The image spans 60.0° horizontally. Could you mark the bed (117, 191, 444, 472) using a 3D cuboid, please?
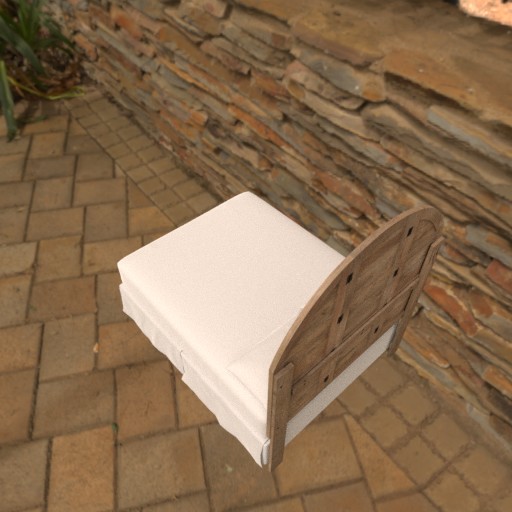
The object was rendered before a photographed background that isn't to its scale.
[{"bbox_3d":[0.000,0.000,3.547,1.713,2.002,2.112,-33,54,-28],"label":"bed"}]
